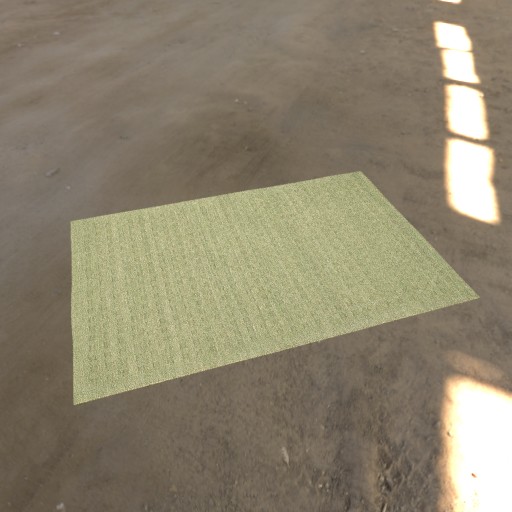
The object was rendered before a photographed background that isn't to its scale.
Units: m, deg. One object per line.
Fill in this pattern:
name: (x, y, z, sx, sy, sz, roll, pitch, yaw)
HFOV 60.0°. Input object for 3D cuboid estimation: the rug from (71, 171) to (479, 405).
rug: (0.000, 0.000, 2.195, 1.747, 0.006, 1.143, -12, 43, -13)
